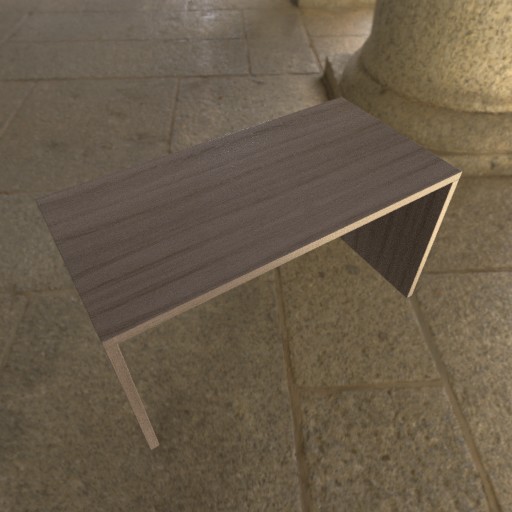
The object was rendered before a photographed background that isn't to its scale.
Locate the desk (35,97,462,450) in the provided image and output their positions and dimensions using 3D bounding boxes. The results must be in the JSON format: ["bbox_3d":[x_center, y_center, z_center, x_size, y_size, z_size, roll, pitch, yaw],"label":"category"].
[{"bbox_3d":[0.000,0.000,1.862,1.380,0.745,0.690,-25,51,-22],"label":"desk"}]
